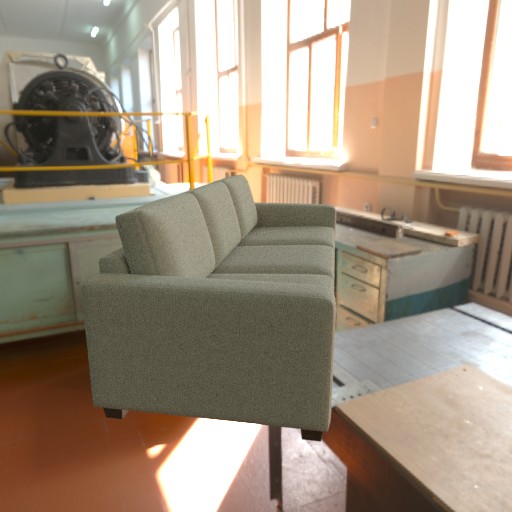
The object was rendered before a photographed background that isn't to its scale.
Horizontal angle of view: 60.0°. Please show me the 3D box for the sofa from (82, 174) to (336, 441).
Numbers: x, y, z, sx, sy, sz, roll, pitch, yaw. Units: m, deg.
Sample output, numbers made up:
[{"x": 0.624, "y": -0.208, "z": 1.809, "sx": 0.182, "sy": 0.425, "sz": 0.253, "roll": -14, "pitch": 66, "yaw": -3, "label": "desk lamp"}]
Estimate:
[{"x": 0.000, "y": 0.000, "z": 2.540, "sx": 0.900, "sy": 0.800, "sz": 2.160, "roll": 3, "pitch": 15, "yaw": 10, "label": "sofa"}]
